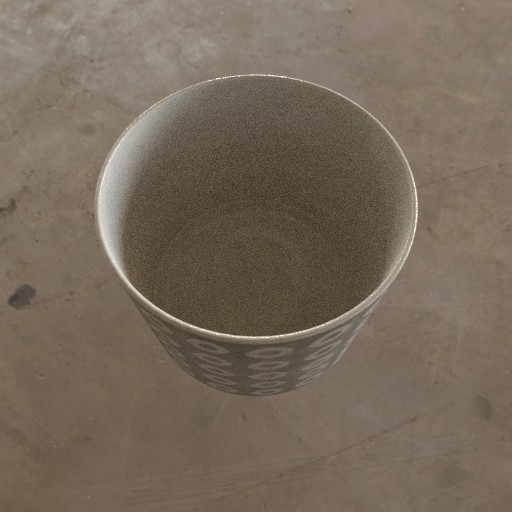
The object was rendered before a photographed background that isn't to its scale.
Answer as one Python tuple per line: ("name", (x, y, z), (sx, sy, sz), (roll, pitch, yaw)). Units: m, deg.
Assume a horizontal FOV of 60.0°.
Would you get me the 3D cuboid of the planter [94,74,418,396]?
("planter", (0.000, 0.000, 0.452), (0.250, 0.239, 0.250), (0, 63, 0))
